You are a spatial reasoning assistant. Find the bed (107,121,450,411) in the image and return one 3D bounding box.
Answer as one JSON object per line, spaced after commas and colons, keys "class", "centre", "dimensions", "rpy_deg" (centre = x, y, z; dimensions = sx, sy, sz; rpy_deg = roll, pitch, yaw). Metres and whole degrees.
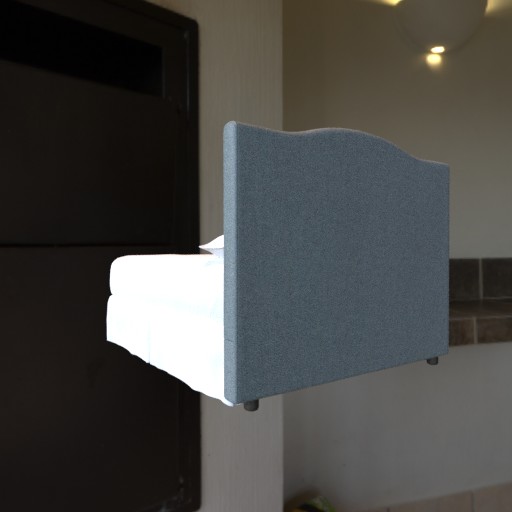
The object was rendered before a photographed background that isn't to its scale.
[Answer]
{"class": "bed", "centre": [0.000, 0.000, 3.386], "dimensions": [1.753, 1.460, 2.143], "rpy_deg": [0, 1, -35]}
